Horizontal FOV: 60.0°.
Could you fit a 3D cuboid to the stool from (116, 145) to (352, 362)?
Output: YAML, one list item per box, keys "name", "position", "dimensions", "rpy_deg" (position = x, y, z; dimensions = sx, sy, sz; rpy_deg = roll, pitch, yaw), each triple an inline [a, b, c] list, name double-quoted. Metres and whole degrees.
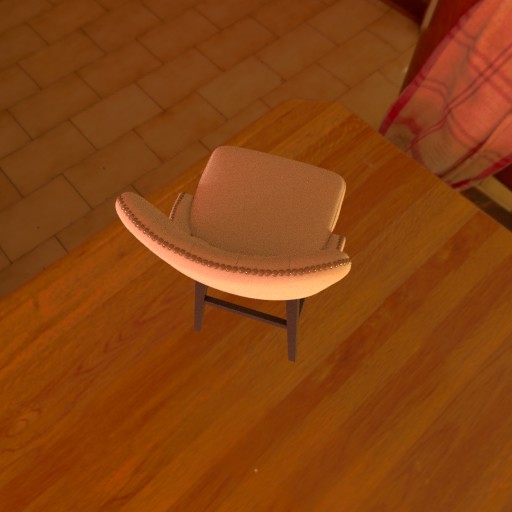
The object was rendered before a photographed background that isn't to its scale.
- name: "stool"
  position: [0.000, 0.000, 1.450]
  dimensions: [0.528, 1.066, 0.605]
  rpy_deg: [16, 65, 8]
